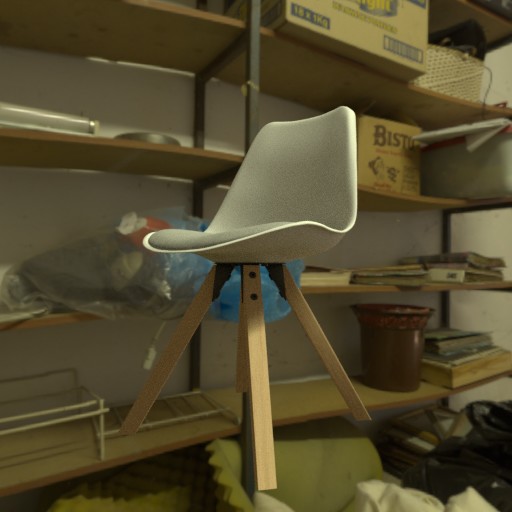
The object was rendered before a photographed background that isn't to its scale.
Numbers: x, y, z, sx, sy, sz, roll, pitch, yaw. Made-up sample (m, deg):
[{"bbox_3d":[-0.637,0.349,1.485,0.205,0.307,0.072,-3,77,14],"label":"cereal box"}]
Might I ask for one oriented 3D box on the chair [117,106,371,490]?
[{"bbox_3d":[0.000,0.000,1.126,0.485,0.850,0.550,-1,-1,37],"label":"chair"}]
